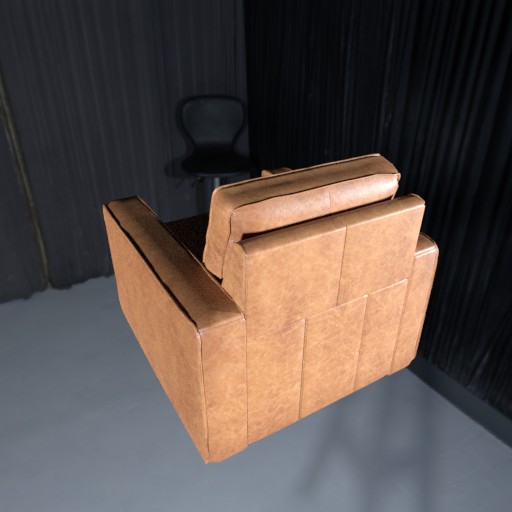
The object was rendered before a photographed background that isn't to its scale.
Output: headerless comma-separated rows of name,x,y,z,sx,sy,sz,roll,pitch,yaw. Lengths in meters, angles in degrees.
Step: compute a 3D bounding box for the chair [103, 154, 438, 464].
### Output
chair,0.000,0.000,1.769,0.987,0.901,1.027,-18,35,-29
